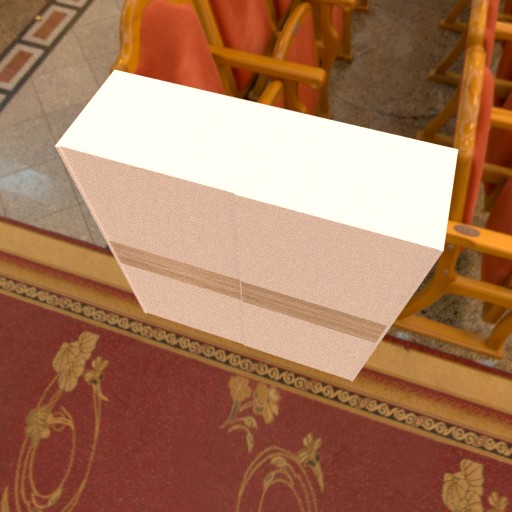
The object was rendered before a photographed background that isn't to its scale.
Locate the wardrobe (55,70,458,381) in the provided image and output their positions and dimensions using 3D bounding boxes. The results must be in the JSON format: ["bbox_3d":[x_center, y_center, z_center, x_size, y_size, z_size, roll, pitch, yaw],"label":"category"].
[{"bbox_3d":[0.000,0.000,2.985,1.830,2.020,0.600,16,61,9],"label":"wardrobe"}]
